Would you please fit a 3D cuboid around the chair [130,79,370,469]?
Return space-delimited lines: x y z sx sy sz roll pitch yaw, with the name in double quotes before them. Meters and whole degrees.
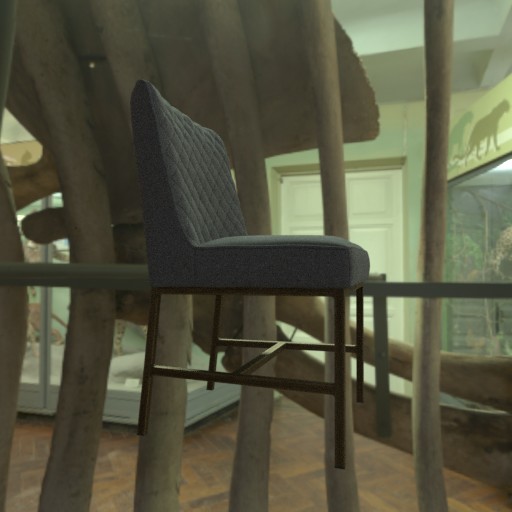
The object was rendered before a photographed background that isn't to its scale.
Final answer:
"chair" 0.000 0.000 1.231 0.587 0.889 0.508 0 -1 18
